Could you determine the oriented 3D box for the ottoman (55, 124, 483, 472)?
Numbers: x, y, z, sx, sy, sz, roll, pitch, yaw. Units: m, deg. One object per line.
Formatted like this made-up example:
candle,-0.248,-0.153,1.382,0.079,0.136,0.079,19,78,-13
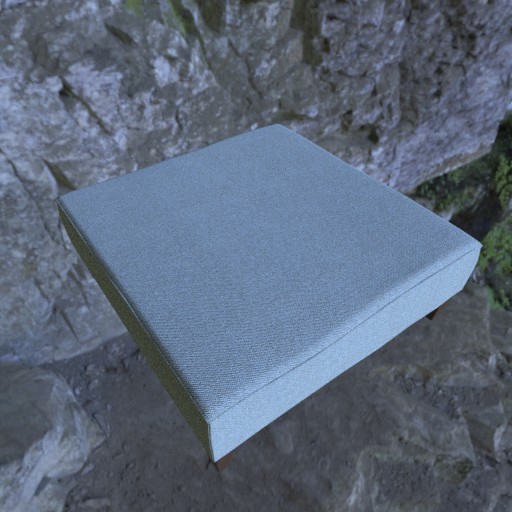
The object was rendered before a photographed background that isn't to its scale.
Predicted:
ottoman,0.000,0.000,1.505,0.968,0.379,1.004,-26,48,-26
